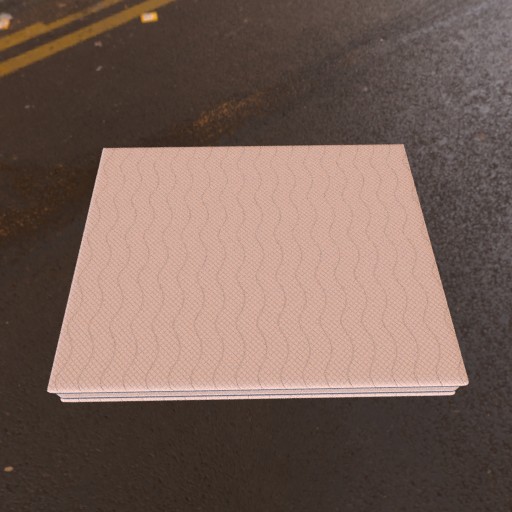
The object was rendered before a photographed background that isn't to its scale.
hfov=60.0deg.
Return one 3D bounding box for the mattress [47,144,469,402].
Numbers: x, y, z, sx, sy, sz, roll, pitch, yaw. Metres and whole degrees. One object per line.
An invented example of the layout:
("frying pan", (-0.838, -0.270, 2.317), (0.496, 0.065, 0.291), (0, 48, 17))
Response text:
("mattress", (0.000, 0.000, 2.606), (2.000, 0.230, 1.600), (-1, 58, -1))
